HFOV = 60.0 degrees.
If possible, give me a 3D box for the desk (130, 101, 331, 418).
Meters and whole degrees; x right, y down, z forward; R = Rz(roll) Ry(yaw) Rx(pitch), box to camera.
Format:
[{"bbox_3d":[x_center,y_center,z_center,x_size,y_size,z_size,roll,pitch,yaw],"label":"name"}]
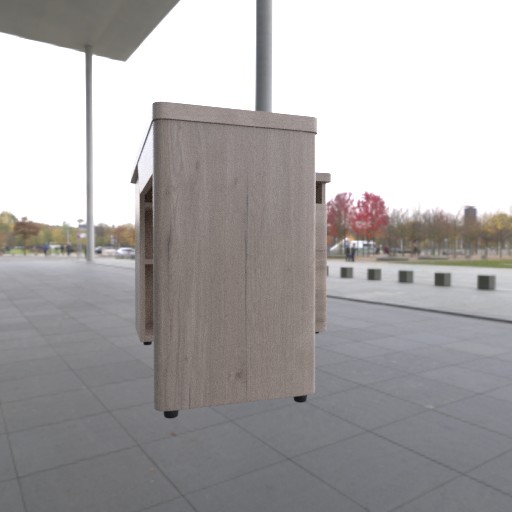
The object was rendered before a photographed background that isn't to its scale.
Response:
[{"bbox_3d":[0.000,0.000,1.742,0.900,0.760,1.169,0,1,-18],"label":"desk"}]
